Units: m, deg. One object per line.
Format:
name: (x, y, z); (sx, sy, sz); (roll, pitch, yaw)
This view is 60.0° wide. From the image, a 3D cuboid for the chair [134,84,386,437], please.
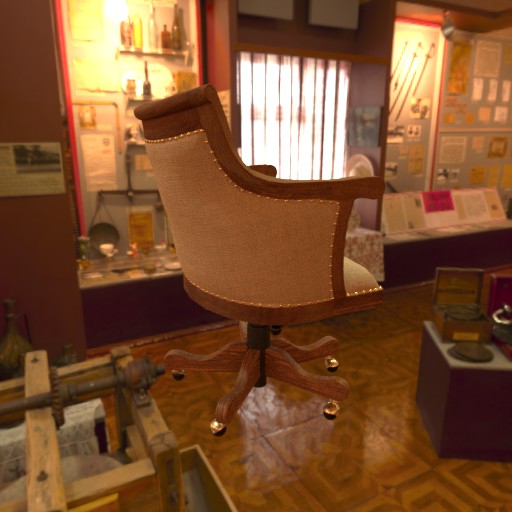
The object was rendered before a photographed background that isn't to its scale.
chair: (0.000, 0.000, 1.440); (0.689, 0.965, 0.656); (-7, 16, -25)
